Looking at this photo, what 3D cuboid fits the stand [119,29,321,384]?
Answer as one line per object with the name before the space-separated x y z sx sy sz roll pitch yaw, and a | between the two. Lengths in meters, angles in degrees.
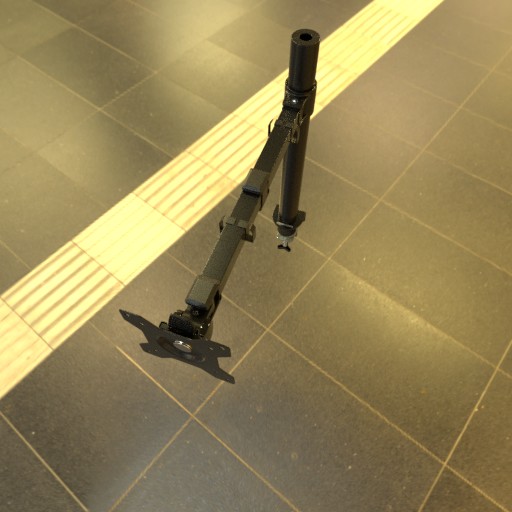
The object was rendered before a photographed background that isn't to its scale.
stand | 0.000 0.000 0.706 0.115 0.510 0.456 17 59 10
